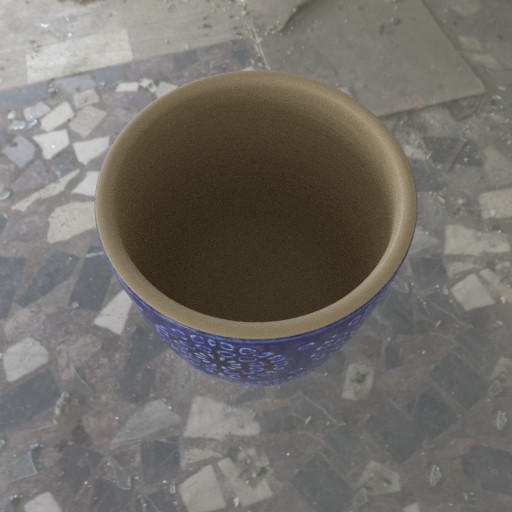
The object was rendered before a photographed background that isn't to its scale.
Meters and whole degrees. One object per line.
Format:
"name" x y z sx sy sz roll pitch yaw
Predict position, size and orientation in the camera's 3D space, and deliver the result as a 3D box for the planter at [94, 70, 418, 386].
"planter" 0.000 0.000 0.198 0.109 0.112 0.109 0 64 0
